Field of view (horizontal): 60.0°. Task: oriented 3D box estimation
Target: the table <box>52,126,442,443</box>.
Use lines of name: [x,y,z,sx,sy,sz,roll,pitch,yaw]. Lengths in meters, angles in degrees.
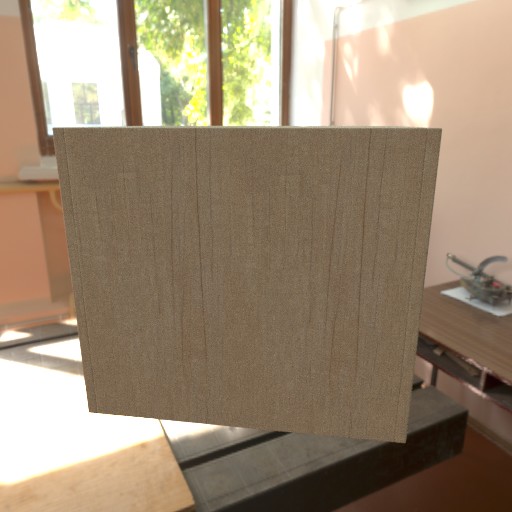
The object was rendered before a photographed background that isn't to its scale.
table: [0.000,0.000,0.910,0.570,0.510,0.420,2,17,8]
